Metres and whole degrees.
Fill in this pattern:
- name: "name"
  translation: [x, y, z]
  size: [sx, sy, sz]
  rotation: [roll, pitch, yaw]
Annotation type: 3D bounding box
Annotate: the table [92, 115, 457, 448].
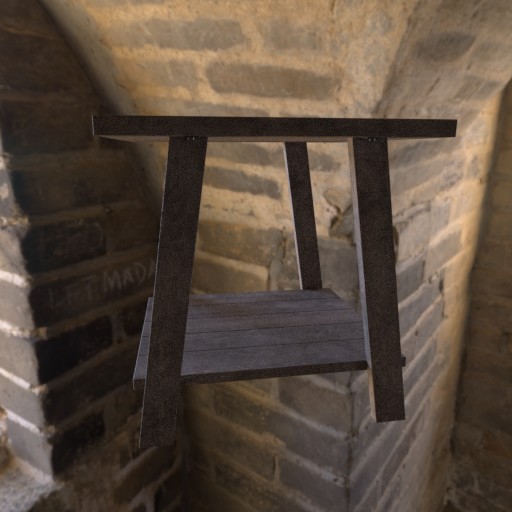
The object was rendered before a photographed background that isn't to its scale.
- name: "table"
  translation: [0.000, 0.000, 1.086]
  size: [0.610, 0.610, 0.610]
  rotation: [-2, 14, -9]
